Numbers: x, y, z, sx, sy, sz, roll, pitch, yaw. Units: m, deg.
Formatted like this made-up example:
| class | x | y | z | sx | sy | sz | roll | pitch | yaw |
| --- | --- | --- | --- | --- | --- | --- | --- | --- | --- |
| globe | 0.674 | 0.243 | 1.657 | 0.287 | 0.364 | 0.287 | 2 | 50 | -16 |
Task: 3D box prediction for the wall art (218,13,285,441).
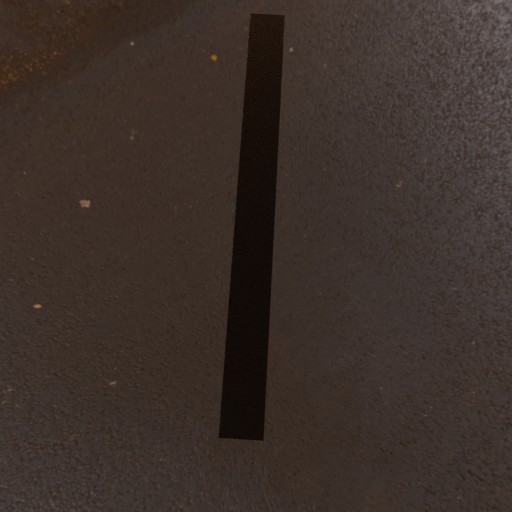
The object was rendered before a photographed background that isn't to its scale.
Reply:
| class | x | y | z | sx | sy | sz | roll | pitch | yaw |
| --- | --- | --- | --- | --- | --- | --- | --- | --- | --- |
| wall art | 0.000 | 0.000 | 0.476 | 0.029 | 0.318 | 0.327 | 3 | 75 | 1 |
